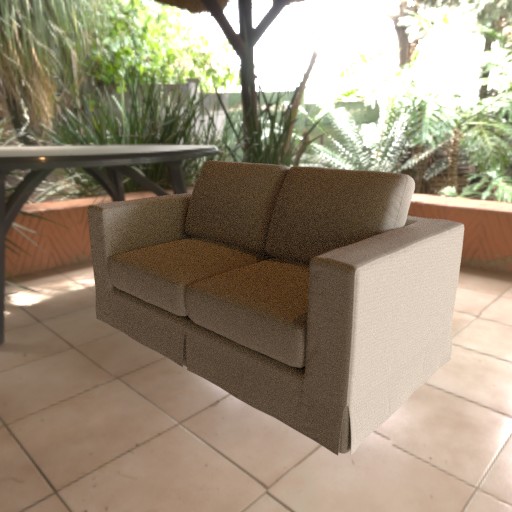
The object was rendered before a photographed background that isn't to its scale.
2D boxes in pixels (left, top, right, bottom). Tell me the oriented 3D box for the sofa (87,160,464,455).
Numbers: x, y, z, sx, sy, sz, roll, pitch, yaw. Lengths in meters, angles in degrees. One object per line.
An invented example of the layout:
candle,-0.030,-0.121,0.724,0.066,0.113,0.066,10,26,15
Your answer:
sofa,0.000,0.000,2.380,1.813,0.932,1.009,14,21,41
